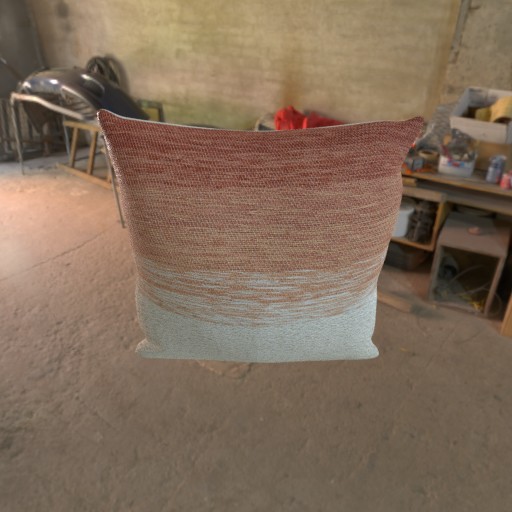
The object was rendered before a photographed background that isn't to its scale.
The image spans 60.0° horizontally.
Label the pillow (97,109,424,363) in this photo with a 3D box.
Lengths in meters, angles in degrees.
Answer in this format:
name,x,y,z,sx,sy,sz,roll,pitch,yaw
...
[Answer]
name,x,y,z,sx,sy,sz,roll,pitch,yaw
pillow,0.000,0.000,0.687,0.440,0.441,0.182,1,31,1
